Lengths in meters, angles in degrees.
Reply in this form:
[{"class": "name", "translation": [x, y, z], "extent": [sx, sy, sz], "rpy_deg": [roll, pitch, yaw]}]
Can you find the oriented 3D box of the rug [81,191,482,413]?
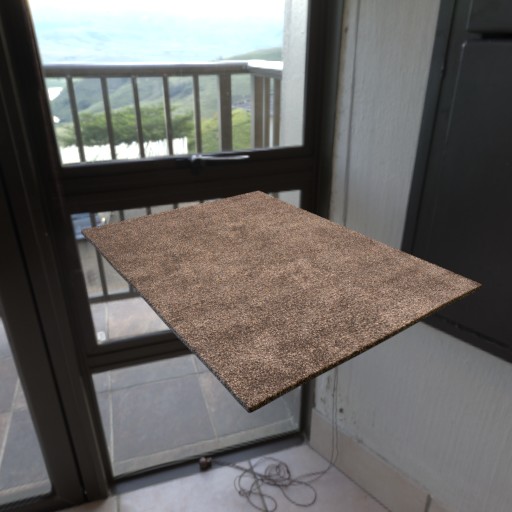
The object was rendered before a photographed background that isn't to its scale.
[{"class": "rug", "translation": [0.000, 0.000, 2.140], "extent": [1.198, 0.025, 1.601], "rpy_deg": [-17, 31, -32]}]
